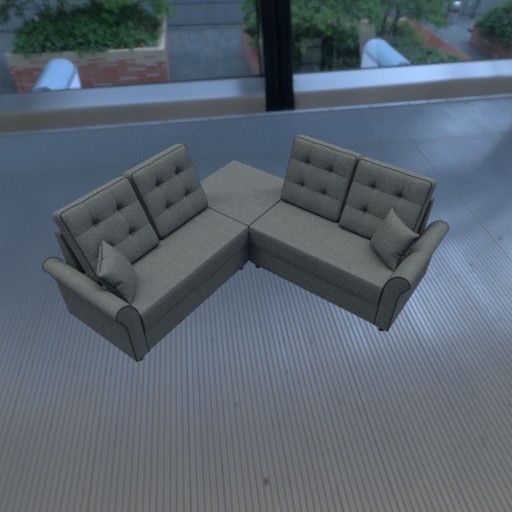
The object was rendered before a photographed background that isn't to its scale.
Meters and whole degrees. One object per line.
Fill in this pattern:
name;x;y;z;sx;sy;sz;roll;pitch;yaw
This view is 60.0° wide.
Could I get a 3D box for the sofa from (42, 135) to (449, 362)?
sofa;0.000;0.000;3.211;2.070;0.988;2.068;26;48;26
